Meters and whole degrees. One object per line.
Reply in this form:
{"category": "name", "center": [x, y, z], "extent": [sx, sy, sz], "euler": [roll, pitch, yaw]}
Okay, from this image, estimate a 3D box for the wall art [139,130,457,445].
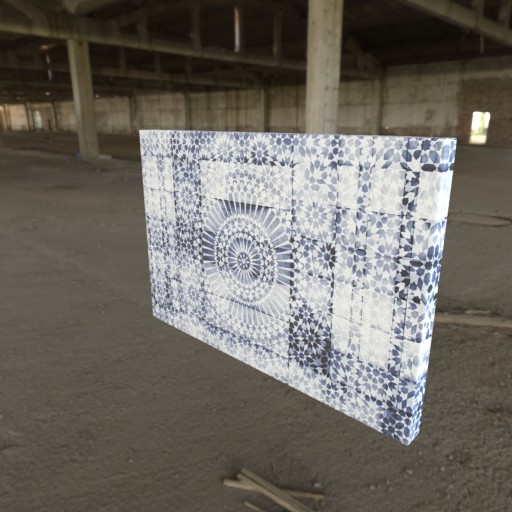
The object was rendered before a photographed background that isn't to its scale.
{"category": "wall art", "center": [0.000, 0.000, 1.135], "extent": [0.911, 0.608, 0.057], "euler": [16, 23, 41]}
